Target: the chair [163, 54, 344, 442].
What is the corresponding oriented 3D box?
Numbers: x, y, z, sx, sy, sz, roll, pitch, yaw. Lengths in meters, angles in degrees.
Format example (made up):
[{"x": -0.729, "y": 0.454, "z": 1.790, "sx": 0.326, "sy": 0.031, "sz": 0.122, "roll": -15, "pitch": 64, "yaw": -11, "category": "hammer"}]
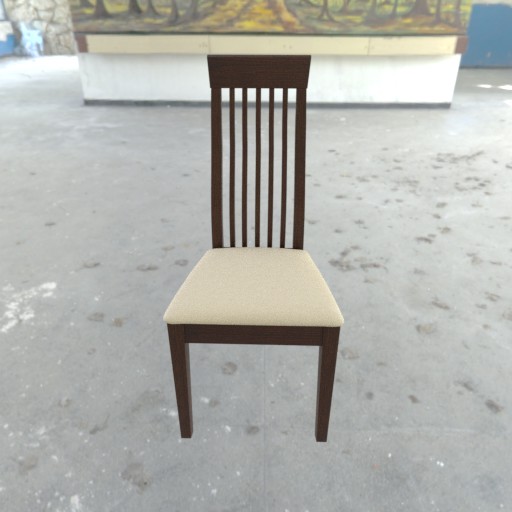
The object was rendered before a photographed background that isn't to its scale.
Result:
[{"x": 0.000, "y": 0.000, "z": 1.288, "sx": 0.460, "sy": 1.027, "sz": 0.474, "roll": 1, "pitch": 30, "yaw": 2, "category": "chair"}]
